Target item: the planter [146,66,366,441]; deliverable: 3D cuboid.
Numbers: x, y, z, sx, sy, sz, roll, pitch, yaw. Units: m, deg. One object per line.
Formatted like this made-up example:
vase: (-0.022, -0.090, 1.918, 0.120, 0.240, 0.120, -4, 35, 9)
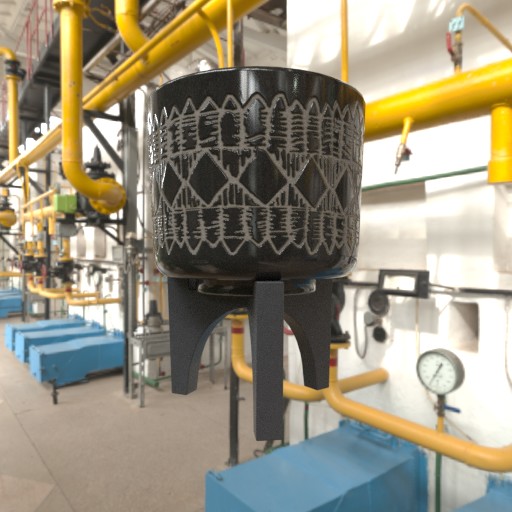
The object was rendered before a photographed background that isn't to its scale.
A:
planter: (0.000, 0.000, 0.269, 0.129, 0.177, 0.129, 0, 0, 0)
